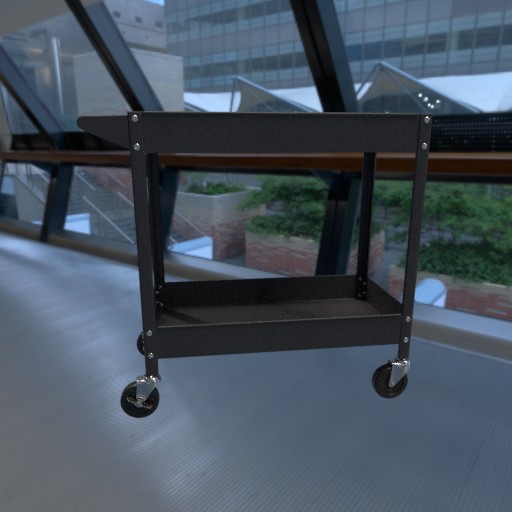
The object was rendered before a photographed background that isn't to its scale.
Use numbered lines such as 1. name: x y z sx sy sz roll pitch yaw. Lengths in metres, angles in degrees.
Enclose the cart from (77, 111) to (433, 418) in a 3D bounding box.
1. cart: 0.000 0.000 1.190 0.779 0.719 0.366 -2 15 -7
